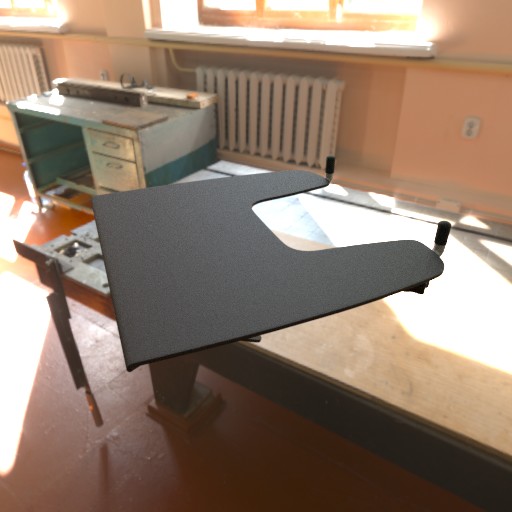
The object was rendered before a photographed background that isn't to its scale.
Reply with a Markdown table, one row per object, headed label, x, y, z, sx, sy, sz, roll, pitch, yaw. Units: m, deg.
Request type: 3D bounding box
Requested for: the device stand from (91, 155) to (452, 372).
| label | x | y | z | sx | sy | sz | roll | pitch | yaw |
| --- | --- | --- | --- | --- | --- | --- | --- | --- | --- |
| device stand | 0.000 | 0.000 | 0.358 | 0.230 | 0.092 | 0.230 | -12 | 33 | -19 |
